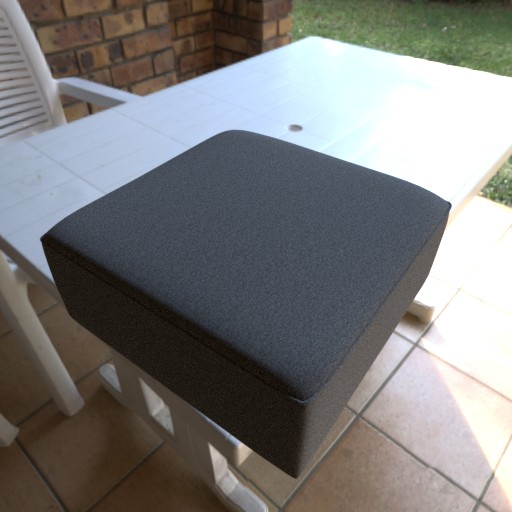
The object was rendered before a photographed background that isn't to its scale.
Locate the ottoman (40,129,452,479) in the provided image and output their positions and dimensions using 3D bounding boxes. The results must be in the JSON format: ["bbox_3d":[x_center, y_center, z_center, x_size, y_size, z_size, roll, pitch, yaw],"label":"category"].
[{"bbox_3d":[0.000,0.000,1.586,1.015,0.464,1.005,26,47,27],"label":"ottoman"}]
